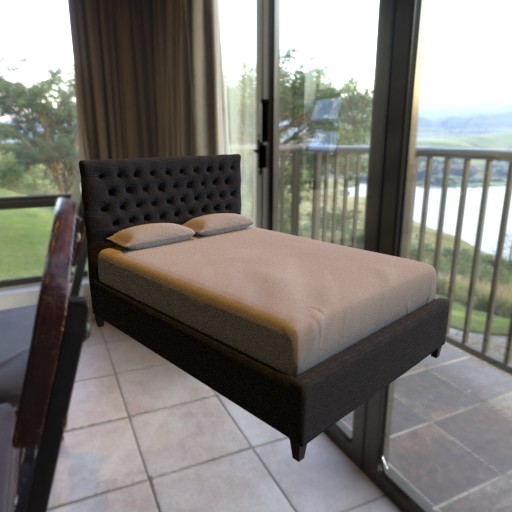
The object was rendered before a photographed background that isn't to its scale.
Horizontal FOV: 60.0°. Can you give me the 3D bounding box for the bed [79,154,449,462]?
[{"bbox_3d":[0.000,0.000,3.438,1.698,1.427,2.387,-14,21,-42],"label":"bed"}]
